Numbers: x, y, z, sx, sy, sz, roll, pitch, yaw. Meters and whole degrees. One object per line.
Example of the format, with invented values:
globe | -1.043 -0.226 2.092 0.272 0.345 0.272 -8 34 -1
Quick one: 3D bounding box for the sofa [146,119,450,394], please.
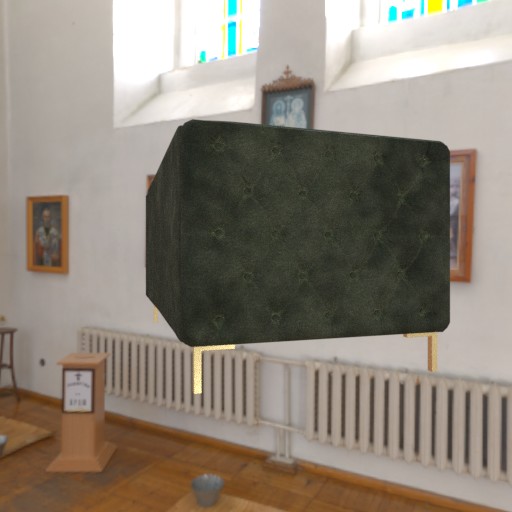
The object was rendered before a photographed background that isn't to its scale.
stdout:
sofa | 0.000 0.000 2.032 0.895 0.768 1.537 0 0 -17
